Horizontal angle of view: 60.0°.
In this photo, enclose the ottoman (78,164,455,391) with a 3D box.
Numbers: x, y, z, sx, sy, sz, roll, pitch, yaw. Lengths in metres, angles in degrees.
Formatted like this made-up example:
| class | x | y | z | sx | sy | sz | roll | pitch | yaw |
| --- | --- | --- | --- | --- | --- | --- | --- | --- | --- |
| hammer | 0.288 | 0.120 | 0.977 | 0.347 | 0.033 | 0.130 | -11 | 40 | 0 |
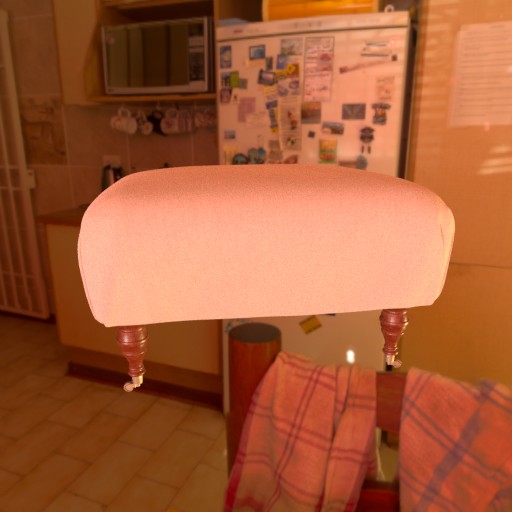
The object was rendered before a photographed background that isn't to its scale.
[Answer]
| class | x | y | z | sx | sy | sz | roll | pitch | yaw |
| --- | --- | --- | --- | --- | --- | --- | --- | --- | --- |
| ottoman | 0.000 | 0.000 | 1.123 | 0.746 | 0.450 | 0.622 | -3 | 16 | -9 |
